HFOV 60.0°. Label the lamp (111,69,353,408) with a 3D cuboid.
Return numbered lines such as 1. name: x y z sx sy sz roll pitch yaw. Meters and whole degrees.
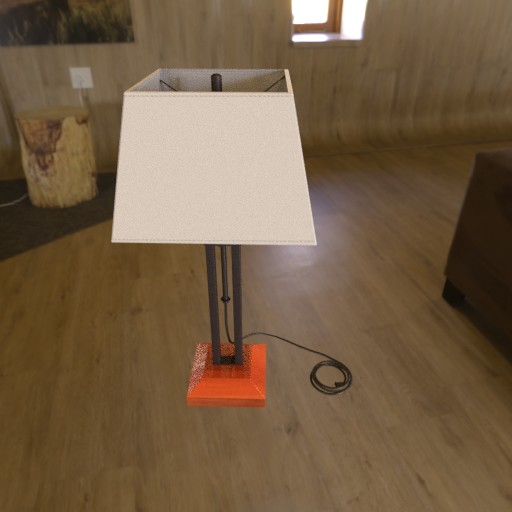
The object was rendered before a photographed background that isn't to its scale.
1. lamp: 0.000 0.000 0.958 0.498 0.737 0.310 1 31 2
